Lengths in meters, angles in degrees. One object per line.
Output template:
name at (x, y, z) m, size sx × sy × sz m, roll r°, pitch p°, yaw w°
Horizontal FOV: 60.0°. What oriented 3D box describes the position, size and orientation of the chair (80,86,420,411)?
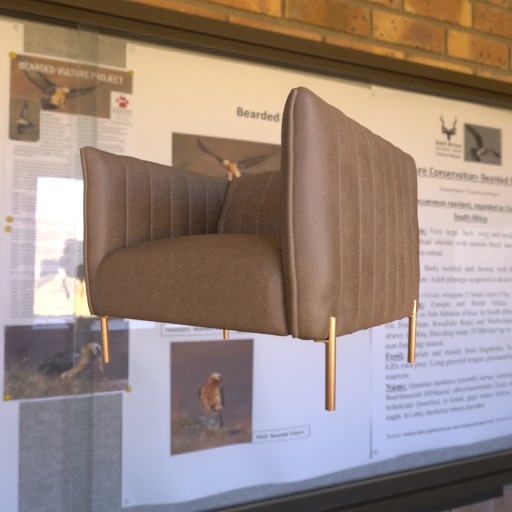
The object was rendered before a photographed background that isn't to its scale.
chair at (0.000, 0.000, 1.612) m, size 0.981 × 0.779 × 0.876 m, roll -1°, pitch -2°, yaw 37°
